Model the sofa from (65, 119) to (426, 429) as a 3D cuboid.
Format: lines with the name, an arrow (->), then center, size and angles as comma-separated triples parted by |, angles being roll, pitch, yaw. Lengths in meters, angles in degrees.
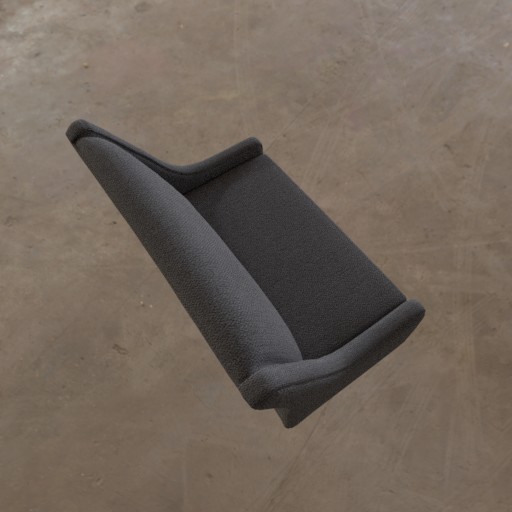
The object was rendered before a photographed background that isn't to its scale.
sofa -> 0.000, 0.000, 1.900 | 0.873, 1.022, 1.242 | -31, 64, -17
